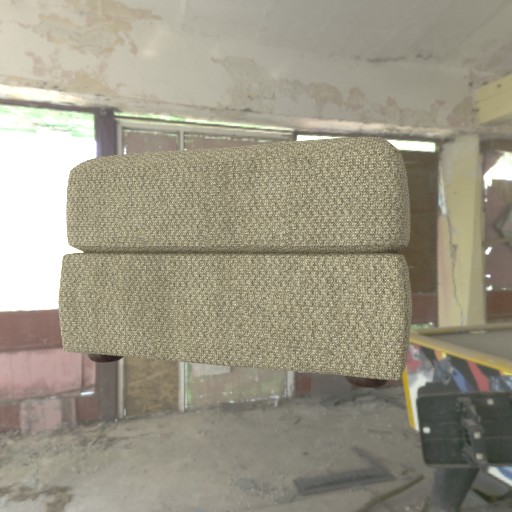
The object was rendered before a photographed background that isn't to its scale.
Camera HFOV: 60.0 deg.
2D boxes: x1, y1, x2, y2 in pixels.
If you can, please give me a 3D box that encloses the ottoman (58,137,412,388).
[{"bbox_3d":[0.000,0.000,1.134,0.751,0.476,0.603,0,1,18],"label":"ottoman"}]
